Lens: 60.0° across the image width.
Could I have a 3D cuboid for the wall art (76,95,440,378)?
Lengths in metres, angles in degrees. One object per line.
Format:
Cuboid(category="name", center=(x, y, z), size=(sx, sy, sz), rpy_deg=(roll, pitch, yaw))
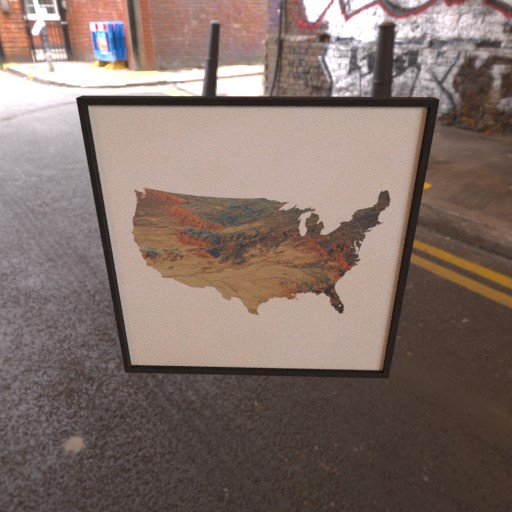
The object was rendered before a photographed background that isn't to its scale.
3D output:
Cuboid(category="wall art", center=(0.000, 0.000, 1.120), size=(0.762, 0.762, 0.038), rpy_deg=(1, 28, 2))
